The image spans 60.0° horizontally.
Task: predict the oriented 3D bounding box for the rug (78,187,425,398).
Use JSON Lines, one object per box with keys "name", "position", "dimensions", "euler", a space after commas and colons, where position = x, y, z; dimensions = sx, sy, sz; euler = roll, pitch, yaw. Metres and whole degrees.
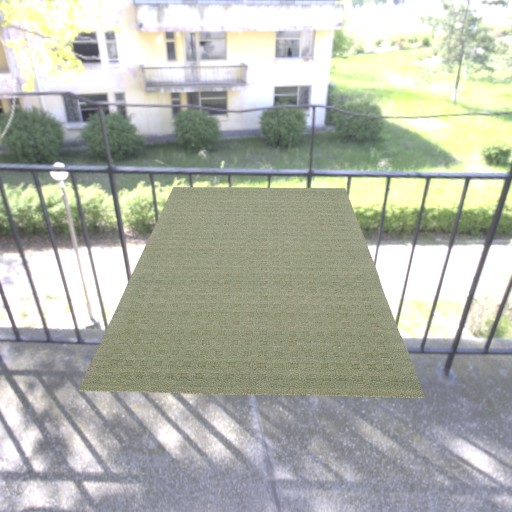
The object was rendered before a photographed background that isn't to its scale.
{"name": "rug", "position": [0.000, 0.000, 2.198], "dimensions": [1.143, 0.006, 1.747], "euler": [1, 31, 1]}
